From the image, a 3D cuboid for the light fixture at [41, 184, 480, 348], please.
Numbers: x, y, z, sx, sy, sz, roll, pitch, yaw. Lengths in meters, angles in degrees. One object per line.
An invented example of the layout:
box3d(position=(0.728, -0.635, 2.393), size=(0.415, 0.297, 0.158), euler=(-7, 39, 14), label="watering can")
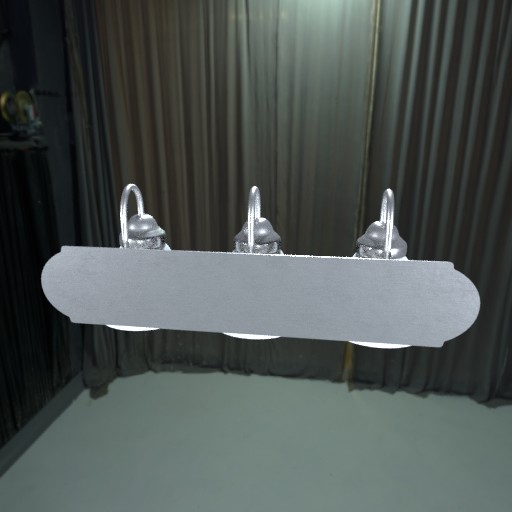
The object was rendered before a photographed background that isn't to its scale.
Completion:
box3d(position=(0.000, 0.000, 0.698), size=(0.610, 0.222, 0.199), euler=(2, 17, 8), label="light fixture")
